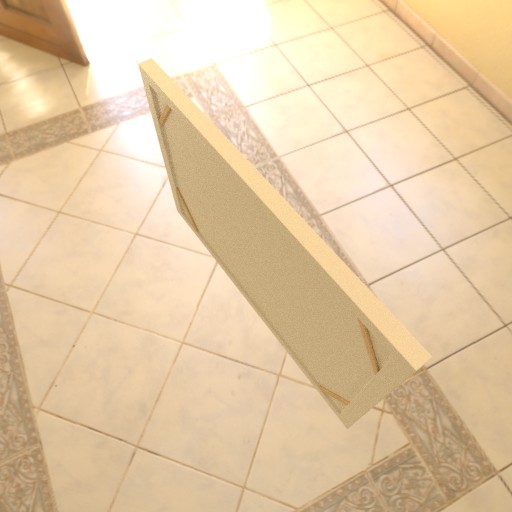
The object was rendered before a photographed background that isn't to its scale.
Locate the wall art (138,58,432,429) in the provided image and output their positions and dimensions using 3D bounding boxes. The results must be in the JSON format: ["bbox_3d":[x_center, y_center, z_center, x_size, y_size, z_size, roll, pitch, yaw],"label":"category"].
[{"bbox_3d":[0.000,0.000,1.154,0.038,0.609,0.914,-32,65,-17],"label":"wall art"}]
